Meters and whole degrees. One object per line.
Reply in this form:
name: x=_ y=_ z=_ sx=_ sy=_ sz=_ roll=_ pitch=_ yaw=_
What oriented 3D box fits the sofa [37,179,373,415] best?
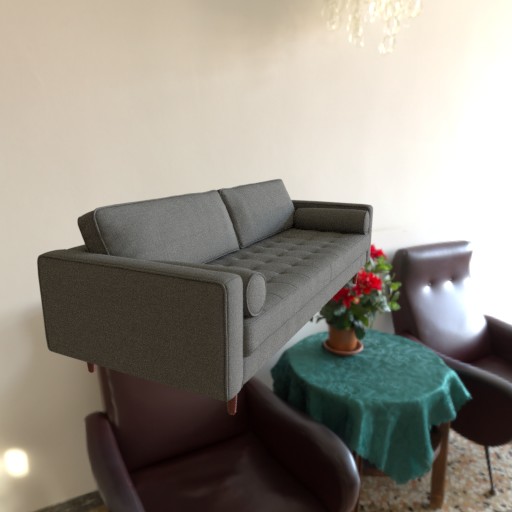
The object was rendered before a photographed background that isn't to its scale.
sofa: x=0.000 y=0.000 z=2.585 sx=0.914 sy=0.762 sz=2.198 roll=7 pitch=15 yaw=26
